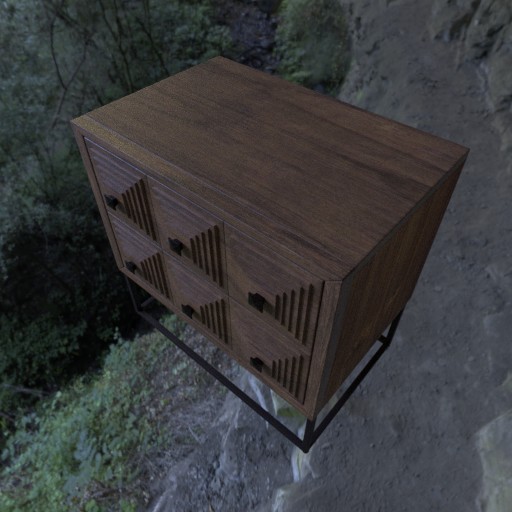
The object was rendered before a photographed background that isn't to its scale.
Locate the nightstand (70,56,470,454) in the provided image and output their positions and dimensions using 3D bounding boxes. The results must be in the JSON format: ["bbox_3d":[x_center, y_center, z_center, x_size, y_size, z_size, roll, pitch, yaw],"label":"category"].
[{"bbox_3d":[0.000,0.000,1.012,0.610,0.610,0.437,32,54,27],"label":"nightstand"}]
